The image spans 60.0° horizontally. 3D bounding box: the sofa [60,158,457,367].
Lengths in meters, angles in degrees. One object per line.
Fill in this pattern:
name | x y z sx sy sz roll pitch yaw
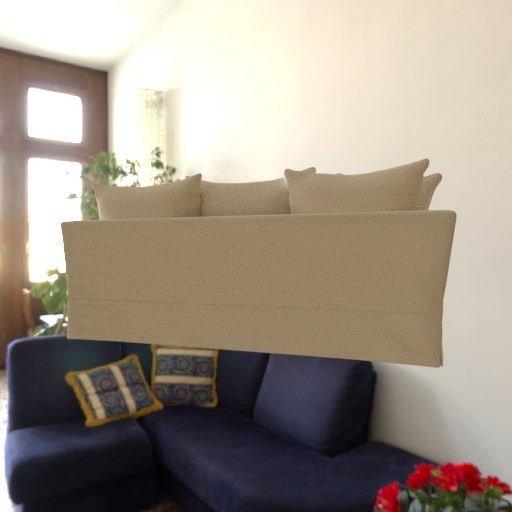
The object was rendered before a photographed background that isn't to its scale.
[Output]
sofa | 0.000 0.000 2.874 2.290 1.034 1.031 0 1 19
